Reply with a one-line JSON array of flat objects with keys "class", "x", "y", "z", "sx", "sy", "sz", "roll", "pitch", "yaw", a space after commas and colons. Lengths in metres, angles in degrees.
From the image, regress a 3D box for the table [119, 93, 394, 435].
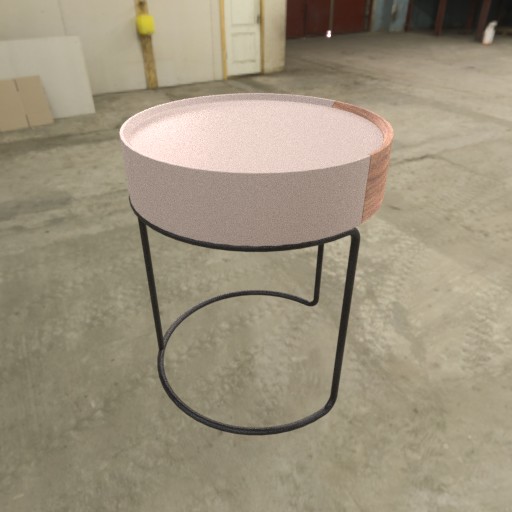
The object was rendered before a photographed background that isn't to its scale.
[{"class": "table", "x": 0.000, "y": 0.000, "z": 0.888, "sx": 0.450, "sy": 0.530, "sz": 0.450, "roll": 0, "pitch": 32, "yaw": 0}]
